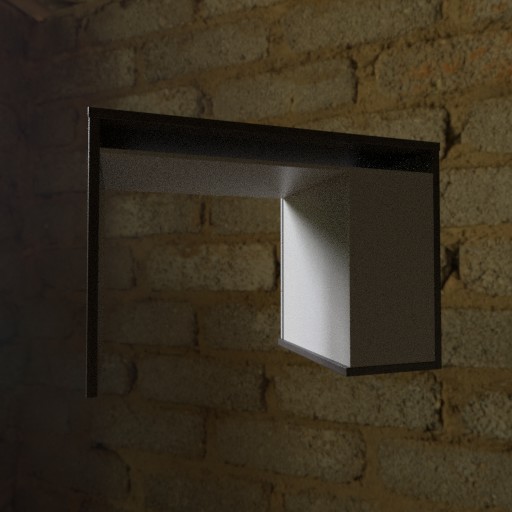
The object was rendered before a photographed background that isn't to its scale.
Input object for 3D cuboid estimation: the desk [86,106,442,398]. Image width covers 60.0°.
[{"bbox_3d":[0.000,0.000,1.588,1.100,0.750,0.600,0,-2,-18],"label":"desk"}]
